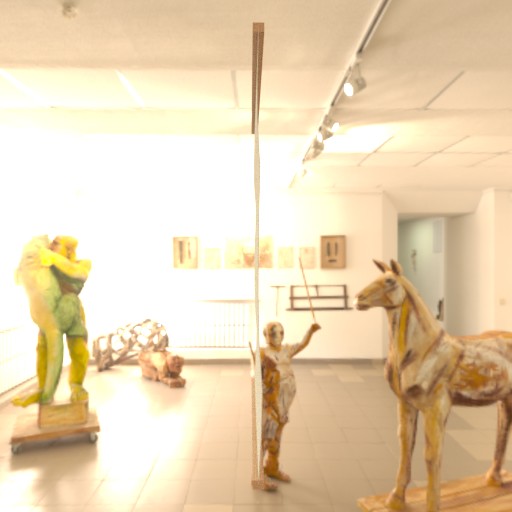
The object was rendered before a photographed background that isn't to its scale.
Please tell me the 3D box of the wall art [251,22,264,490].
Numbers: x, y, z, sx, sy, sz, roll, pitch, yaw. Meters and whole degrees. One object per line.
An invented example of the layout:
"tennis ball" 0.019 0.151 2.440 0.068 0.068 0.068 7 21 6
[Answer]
"wall art" 0.000 0.000 0.685 0.013 0.508 0.406 0 0 -1
